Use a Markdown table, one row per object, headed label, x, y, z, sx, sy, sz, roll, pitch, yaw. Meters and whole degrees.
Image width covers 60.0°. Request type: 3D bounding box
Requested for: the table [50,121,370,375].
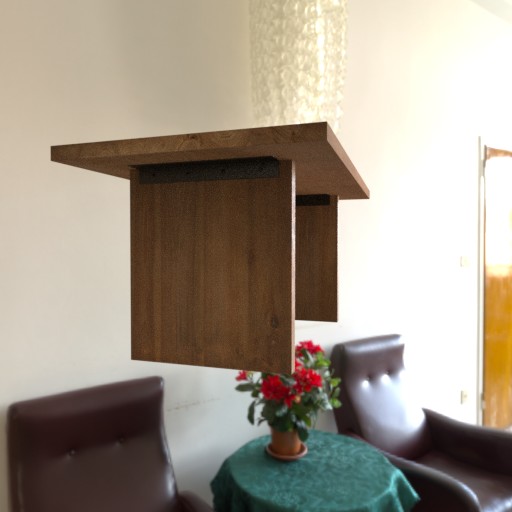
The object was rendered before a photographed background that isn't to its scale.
| label | x | y | z | sx | sy | sz | roll | pitch | yaw |
| --- | --- | --- | --- | --- | --- | --- | --- | --- | --- |
| table | 0.000 | 0.000 | 2.136 | 0.946 | 0.780 | 1.609 | 0 | 1 | 18 |
